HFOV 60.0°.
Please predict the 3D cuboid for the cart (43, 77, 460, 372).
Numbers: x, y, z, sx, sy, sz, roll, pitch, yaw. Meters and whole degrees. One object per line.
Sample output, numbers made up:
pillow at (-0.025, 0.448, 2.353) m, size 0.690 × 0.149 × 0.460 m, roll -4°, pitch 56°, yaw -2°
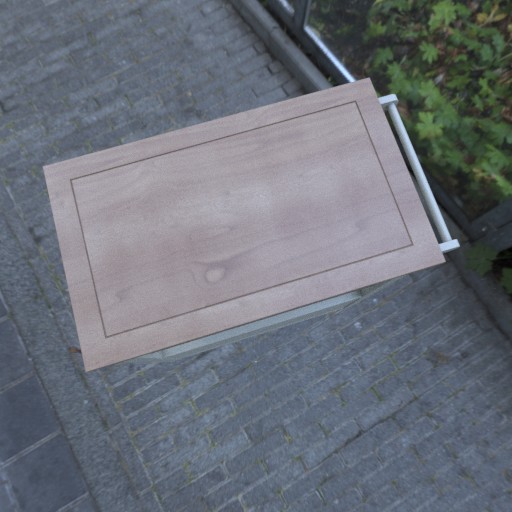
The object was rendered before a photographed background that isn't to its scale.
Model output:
cart at (0.000, 0.000, 1.388) m, size 0.840 × 0.901 × 0.459 m, roll -17°, pitch 77°, yaw -4°
